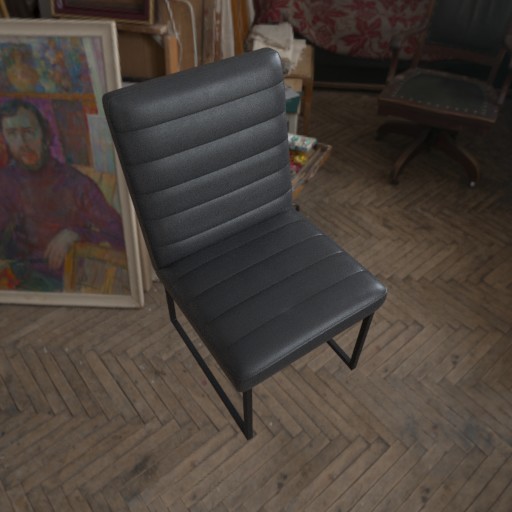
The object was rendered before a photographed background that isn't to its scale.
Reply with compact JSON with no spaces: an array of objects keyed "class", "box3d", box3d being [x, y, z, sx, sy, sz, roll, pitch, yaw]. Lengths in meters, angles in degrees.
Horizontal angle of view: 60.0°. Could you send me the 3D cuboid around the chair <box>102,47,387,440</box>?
[{"class":"chair","box3d":[0.000,0.000,1.330,0.520,0.930,0.634,-26,53,-22]}]
